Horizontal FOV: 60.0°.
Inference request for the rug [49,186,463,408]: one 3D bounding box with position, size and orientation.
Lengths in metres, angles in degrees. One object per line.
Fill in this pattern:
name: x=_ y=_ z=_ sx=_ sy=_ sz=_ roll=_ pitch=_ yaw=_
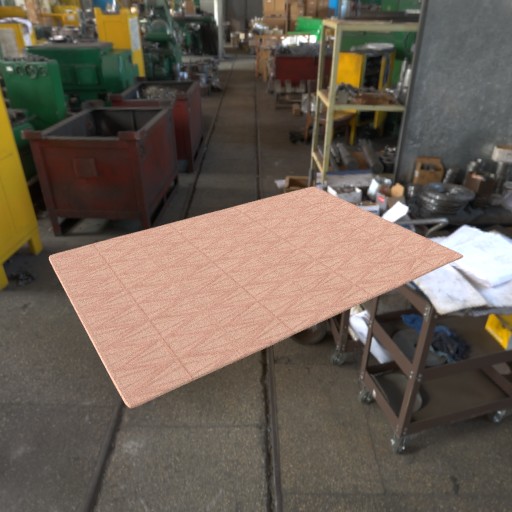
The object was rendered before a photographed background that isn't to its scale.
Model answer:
rug: x=0.000 y=0.000 z=3.053 sx=2.390 sy=0.015 sz=1.609 roll=-18 pitch=35 yaw=-29
